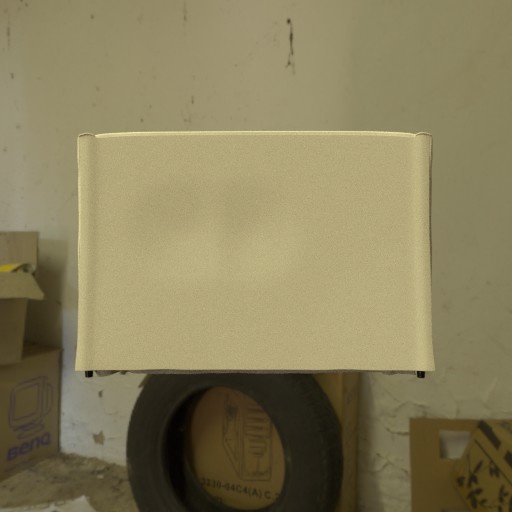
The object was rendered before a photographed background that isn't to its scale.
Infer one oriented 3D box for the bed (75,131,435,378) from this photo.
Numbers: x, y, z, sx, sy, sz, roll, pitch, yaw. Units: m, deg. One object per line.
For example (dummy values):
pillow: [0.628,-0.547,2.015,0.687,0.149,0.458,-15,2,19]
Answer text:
bed: [0.000,0.000,3.481,1.925,1.332,2.276,0,0,0]
